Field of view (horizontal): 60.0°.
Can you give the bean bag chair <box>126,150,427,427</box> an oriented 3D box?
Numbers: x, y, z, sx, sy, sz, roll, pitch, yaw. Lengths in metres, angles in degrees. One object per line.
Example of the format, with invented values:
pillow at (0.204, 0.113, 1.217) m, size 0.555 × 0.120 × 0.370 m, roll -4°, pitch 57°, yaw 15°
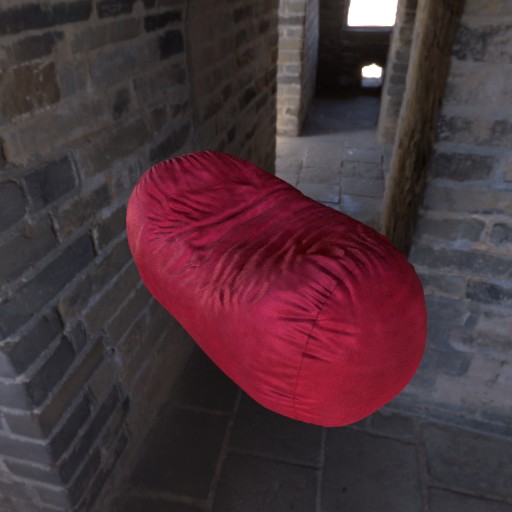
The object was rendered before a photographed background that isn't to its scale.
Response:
bean bag chair at (0.000, 0.000, 2.797) m, size 1.216 × 0.867 × 2.293 m, roll -21°, pitch 39°, yaw -29°
